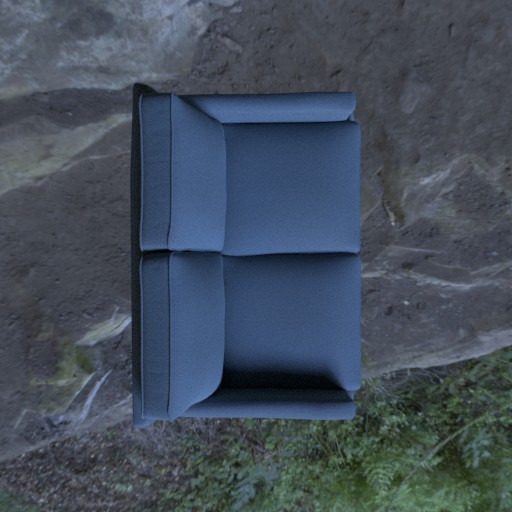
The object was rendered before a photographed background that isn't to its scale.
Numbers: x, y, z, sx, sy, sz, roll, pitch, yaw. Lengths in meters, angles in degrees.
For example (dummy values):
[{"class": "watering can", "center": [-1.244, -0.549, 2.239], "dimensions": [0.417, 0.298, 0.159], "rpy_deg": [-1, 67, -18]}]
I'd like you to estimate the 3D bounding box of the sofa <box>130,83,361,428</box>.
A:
[{"class": "sofa", "center": [0.000, 0.000, 2.264], "dimensions": [1.084, 1.003, 1.597], "rpy_deg": [0, 90, 0]}]
